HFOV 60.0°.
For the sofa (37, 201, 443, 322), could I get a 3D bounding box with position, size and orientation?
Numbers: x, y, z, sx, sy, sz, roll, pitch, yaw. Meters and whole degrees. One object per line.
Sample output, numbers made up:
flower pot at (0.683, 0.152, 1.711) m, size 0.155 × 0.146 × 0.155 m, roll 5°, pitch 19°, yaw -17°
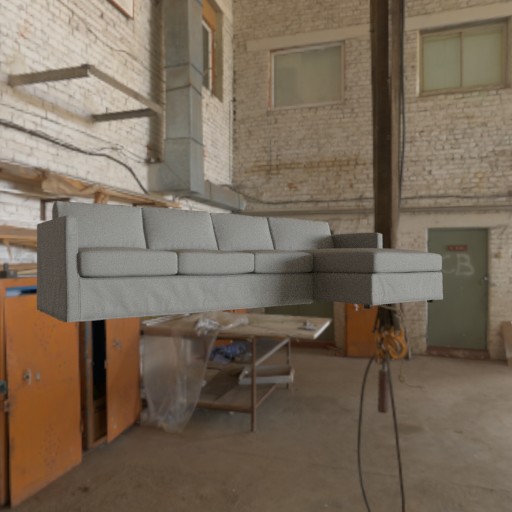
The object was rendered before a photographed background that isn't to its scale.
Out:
sofa at (0.000, 0.000, 3.831) m, size 3.177 × 0.867 × 1.622 m, roll 0°, pitch -1°, yaw -37°
